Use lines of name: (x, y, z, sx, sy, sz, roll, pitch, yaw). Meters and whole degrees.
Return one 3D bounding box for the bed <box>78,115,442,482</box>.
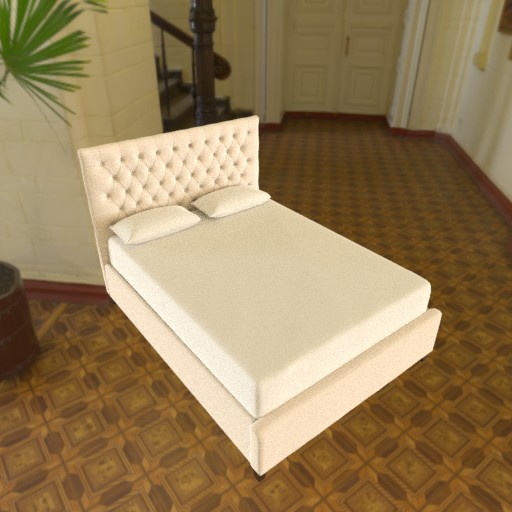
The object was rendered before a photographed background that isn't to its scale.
bed: (0.000, 0.000, 3.352, 1.696, 1.426, 2.233, -22, 37, -31)
